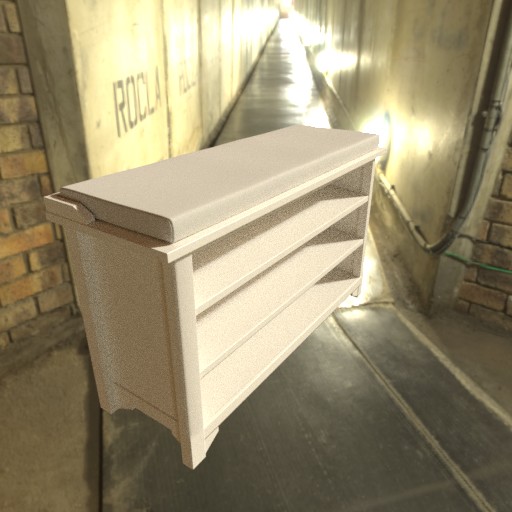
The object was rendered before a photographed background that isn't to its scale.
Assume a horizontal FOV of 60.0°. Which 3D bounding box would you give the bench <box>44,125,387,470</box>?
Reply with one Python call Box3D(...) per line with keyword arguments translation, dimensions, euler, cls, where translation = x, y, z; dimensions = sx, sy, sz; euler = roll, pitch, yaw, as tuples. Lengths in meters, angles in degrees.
Box3D(translation=(0.000, 0.000, 1.274), dimensions=(0.346, 0.589, 0.987), euler=(17, 30, 31), cls="bench")
